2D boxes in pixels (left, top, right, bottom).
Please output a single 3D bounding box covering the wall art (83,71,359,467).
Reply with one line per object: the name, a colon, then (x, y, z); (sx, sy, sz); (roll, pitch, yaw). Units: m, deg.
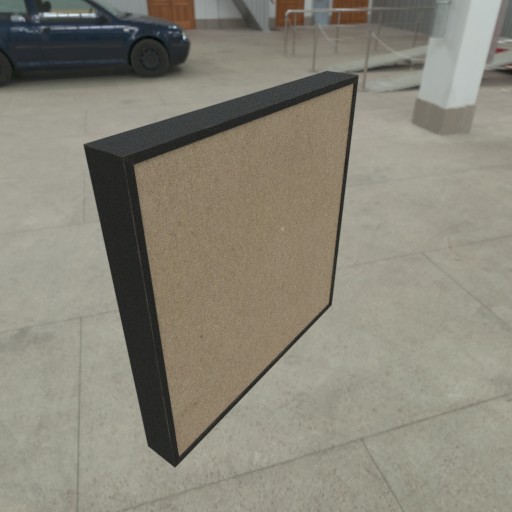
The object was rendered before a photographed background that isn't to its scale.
wall art: (0.000, 0.000, 0.449); (0.038, 0.305, 0.305); (22, 39, 30)
